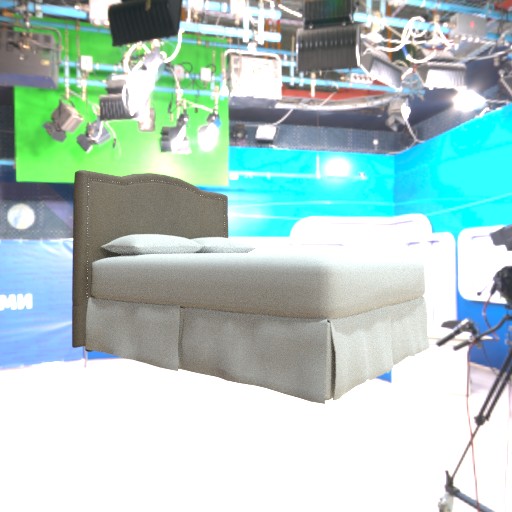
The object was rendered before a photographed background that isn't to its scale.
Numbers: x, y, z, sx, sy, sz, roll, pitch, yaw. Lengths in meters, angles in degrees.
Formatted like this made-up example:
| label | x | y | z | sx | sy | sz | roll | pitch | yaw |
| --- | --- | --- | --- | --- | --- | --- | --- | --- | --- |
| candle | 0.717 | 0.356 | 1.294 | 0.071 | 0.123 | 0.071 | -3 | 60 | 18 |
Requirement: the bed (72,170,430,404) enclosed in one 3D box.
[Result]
| label | x | y | z | sx | sy | sz | roll | pitch | yaw |
| --- | --- | --- | --- | --- | --- | --- | --- | --- | --- |
| bed | 0.000 | 0.000 | 3.336 | 2.128 | 1.441 | 1.744 | 0 | 0 | 37 |
